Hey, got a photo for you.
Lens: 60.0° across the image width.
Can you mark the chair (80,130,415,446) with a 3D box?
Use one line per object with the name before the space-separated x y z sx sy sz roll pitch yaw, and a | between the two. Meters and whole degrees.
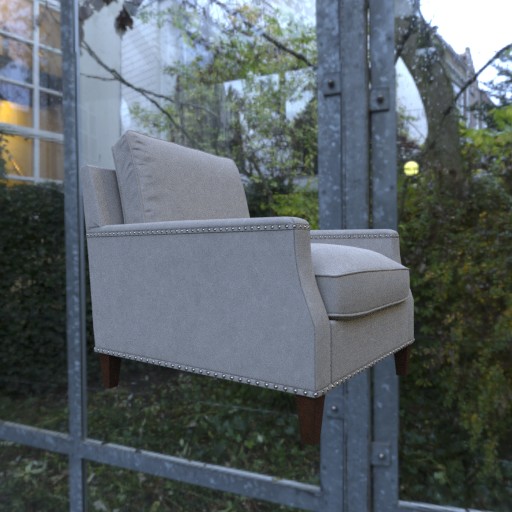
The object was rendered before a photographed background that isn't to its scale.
chair | 0.000 0.000 1.695 1.014 0.943 0.853 0 1 35
